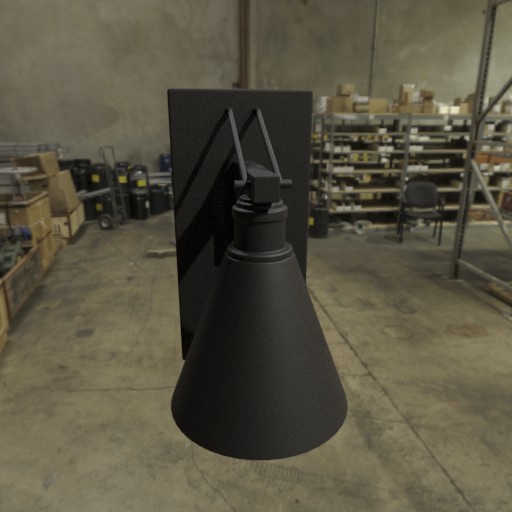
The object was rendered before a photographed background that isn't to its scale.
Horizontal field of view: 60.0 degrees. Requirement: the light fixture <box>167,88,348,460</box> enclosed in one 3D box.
[{"bbox_3d":[0.000,0.000,0.410,0.170,0.298,0.207,-3,18,-9],"label":"light fixture"}]
